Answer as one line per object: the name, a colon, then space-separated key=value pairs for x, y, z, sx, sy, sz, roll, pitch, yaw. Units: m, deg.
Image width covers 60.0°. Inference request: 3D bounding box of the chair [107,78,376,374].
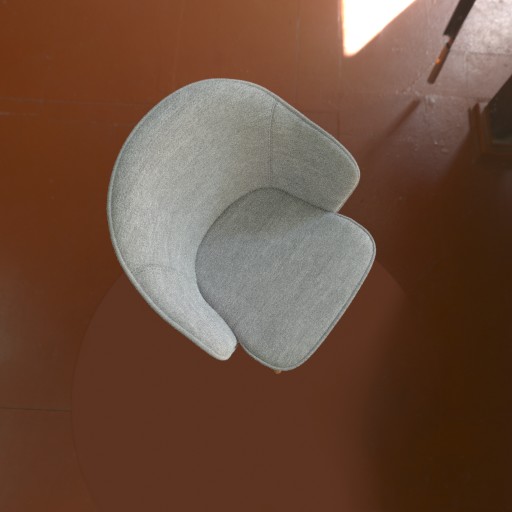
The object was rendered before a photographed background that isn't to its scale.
chair: x=0.000 y=0.000 z=1.164 sx=0.530 sy=0.800 sz=0.540 roll=36 pitch=77 yaw=10
